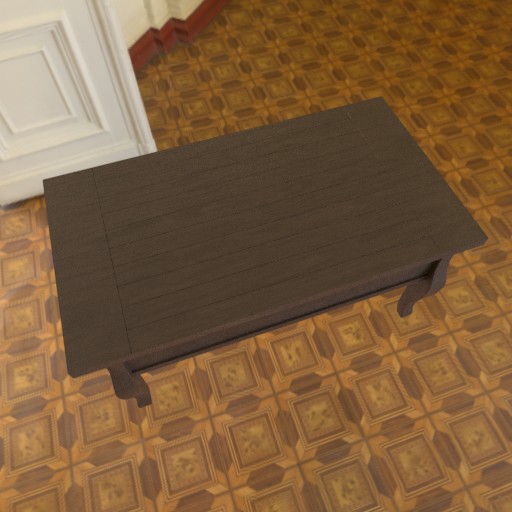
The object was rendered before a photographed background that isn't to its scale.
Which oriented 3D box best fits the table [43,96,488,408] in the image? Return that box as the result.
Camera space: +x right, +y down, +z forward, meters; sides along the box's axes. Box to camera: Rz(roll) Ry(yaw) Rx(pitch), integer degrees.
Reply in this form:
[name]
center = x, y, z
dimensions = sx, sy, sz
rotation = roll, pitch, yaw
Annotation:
[table]
center = 0.000, 0.000, 1.399
dimensions = 1.062, 0.494, 0.600
rotation = -17, 60, -10
